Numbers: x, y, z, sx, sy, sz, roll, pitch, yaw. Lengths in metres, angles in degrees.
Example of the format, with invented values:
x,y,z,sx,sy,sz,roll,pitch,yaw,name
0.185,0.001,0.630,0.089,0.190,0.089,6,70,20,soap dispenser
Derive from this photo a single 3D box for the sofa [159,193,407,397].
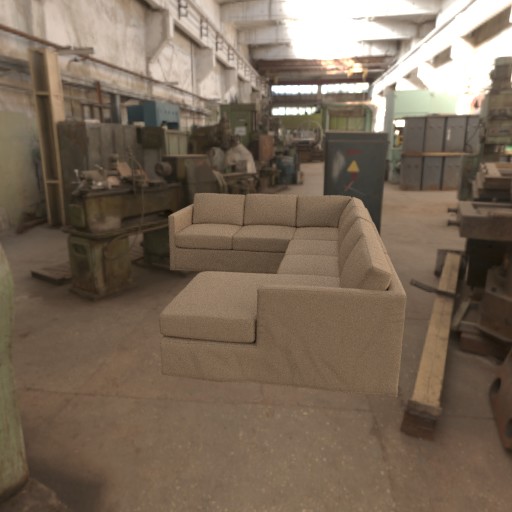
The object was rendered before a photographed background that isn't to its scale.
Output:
x,y,z,sx,sy,sz,roll,pitch,yaw,name
0.000,0.000,4.536,2.427,0.882,3.460,3,15,9,sofa
